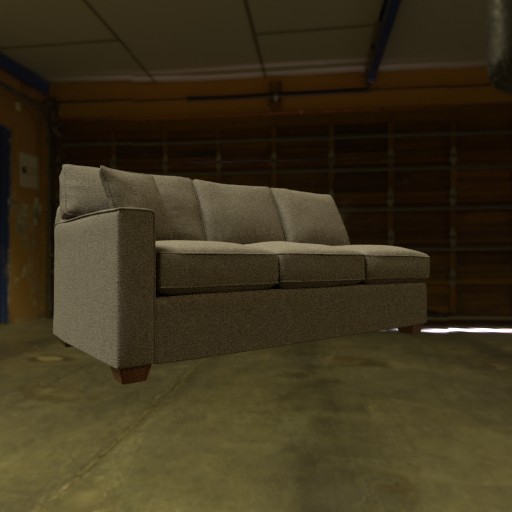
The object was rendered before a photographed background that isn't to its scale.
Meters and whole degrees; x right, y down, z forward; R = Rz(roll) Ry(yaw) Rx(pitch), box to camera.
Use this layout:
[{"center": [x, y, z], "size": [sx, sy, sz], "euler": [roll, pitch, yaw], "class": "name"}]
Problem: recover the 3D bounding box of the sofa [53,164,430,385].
[{"center": [0.000, 0.000, 2.540], "size": [1.963, 0.946, 1.034], "euler": [0, 0, -37], "class": "sofa"}]
